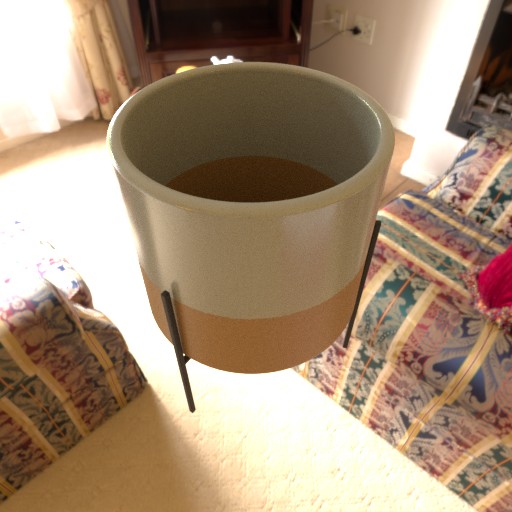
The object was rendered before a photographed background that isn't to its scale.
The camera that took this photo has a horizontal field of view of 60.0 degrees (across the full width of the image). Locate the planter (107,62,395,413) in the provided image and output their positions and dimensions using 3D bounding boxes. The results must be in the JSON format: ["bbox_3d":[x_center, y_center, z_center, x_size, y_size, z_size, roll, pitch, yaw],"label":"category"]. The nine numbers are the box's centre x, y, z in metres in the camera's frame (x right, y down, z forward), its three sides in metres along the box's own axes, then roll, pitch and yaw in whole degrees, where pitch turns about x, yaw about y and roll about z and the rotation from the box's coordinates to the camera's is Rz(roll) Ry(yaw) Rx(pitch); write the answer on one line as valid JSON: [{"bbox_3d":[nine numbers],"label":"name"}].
[{"bbox_3d":[0.000,0.000,0.710,0.360,0.480,0.348,4,47,4],"label":"planter"}]
